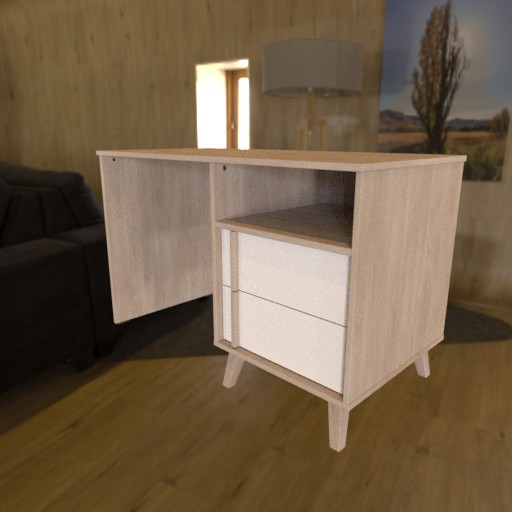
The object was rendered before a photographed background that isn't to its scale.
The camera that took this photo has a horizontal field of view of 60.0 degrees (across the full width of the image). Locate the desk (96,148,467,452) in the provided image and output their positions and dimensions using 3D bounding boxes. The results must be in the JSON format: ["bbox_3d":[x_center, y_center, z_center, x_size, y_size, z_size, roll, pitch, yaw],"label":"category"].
[{"bbox_3d":[0.000,0.000,1.696,1.251,0.770,0.600,15,21,43],"label":"desk"}]
